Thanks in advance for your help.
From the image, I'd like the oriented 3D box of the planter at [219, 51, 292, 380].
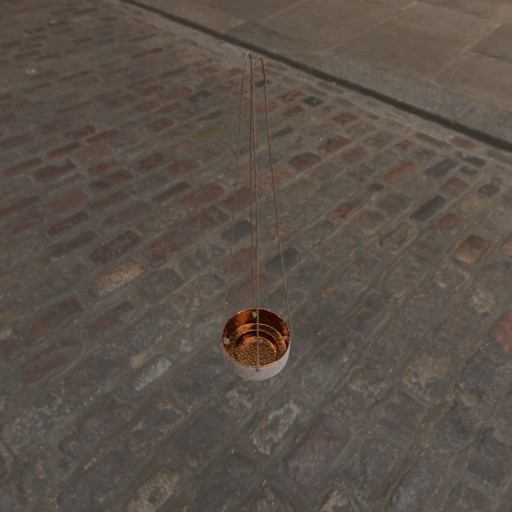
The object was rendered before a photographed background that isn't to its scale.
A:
[{"bbox_3d":[0.000,0.000,1.138,0.223,1.030,0.223,34,57,26],"label":"planter"}]
